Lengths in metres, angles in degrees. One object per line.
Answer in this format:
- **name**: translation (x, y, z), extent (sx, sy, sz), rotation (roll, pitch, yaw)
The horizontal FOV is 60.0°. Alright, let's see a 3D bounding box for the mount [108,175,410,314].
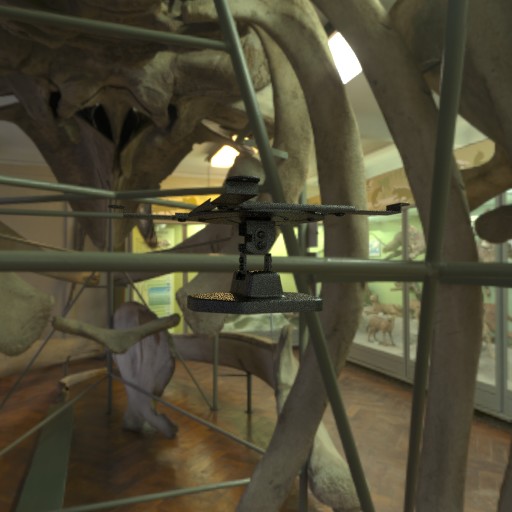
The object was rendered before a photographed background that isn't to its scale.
- **mount**: translation (0.000, 0.000, 0.615), extent (0.394, 0.141, 0.394), rotation (0, -1, -17)
